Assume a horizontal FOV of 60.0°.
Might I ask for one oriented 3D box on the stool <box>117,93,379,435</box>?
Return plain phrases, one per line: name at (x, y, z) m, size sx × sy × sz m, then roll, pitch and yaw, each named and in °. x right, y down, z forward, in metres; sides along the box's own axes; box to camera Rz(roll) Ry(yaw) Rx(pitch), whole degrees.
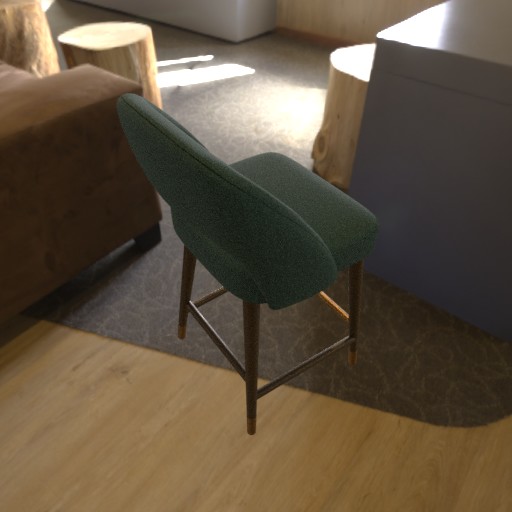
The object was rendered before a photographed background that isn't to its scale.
stool at (0.000, 0.000, 1.229) m, size 0.522 × 0.939 × 0.536 m, roll -26°, pitch 48°, yaw -26°
